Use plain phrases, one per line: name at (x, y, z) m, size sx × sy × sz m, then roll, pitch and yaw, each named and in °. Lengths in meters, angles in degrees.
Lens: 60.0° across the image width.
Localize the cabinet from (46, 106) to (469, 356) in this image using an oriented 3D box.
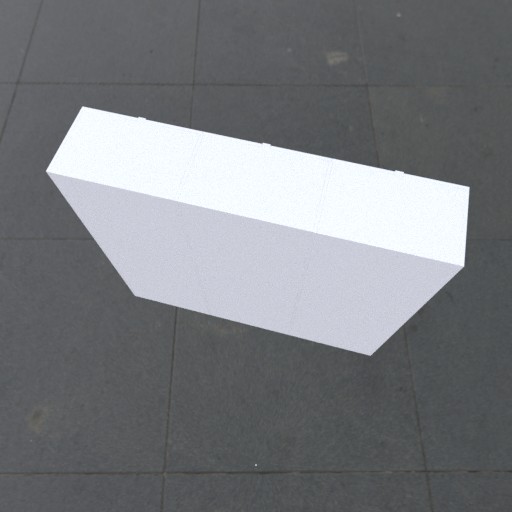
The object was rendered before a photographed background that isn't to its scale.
cabinet at (0.000, 0.000, 3.961) m, size 2.700 × 2.370 × 0.590 m, roll 13°, pitch 65°, yaw 6°
